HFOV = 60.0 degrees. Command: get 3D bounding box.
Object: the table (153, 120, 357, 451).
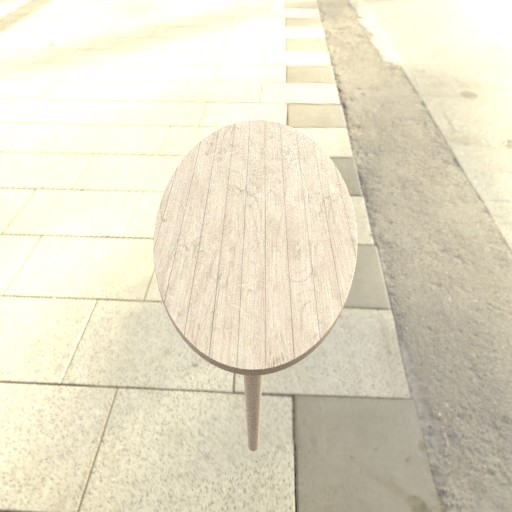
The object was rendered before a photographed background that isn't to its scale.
[{"bbox_3d":[0.000,0.000,1.375,0.542,0.390,1.083,1,42,1],"label":"table"}]
